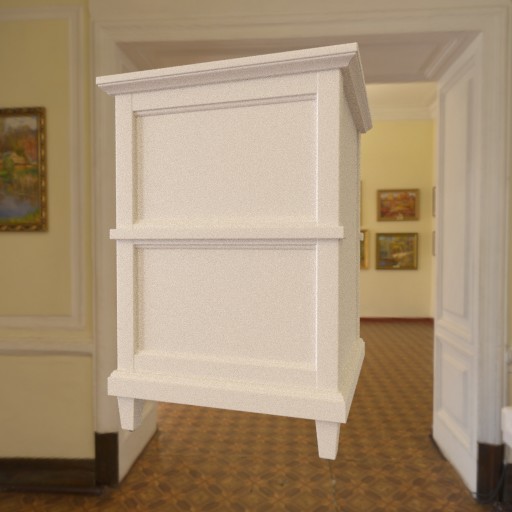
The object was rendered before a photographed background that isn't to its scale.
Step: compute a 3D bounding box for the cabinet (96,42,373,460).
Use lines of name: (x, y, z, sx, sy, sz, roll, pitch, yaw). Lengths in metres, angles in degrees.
cabinet: (0.000, 0.000, 1.134, 0.547, 0.775, 0.544, 0, 2, 17)
